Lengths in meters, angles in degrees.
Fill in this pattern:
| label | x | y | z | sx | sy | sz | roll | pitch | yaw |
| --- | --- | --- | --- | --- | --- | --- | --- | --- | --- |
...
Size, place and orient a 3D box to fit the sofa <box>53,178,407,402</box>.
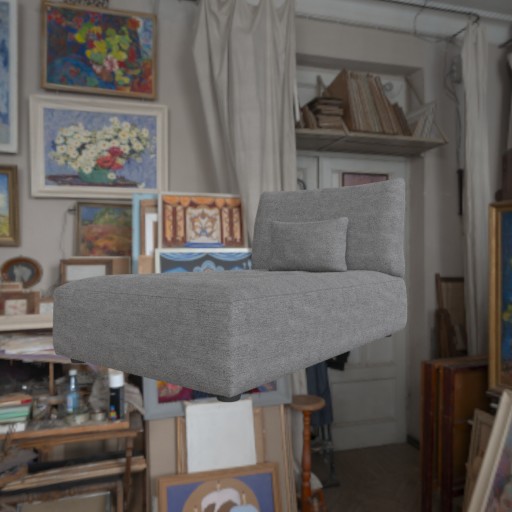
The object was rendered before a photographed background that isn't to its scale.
| label | x | y | z | sx | sy | sz | roll | pitch | yaw |
| --- | --- | --- | --- | --- | --- | --- | --- | --- | --- |
| sofa | 0.000 | 0.000 | 2.003 | 0.930 | 0.820 | 1.450 | 0 | 0 | 37 |
